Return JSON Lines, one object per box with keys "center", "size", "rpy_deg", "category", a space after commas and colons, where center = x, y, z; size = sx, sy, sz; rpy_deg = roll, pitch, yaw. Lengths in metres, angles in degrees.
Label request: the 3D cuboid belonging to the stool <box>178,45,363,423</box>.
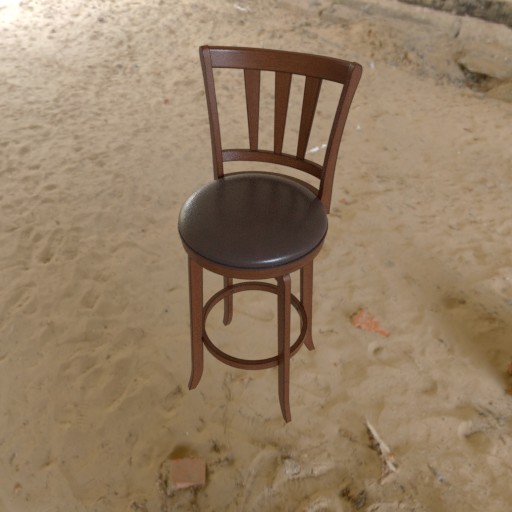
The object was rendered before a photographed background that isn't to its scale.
{"center": [0.000, 0.000, 1.462], "size": [0.464, 1.177, 0.503], "rpy_deg": [14, 43, 15], "category": "stool"}
